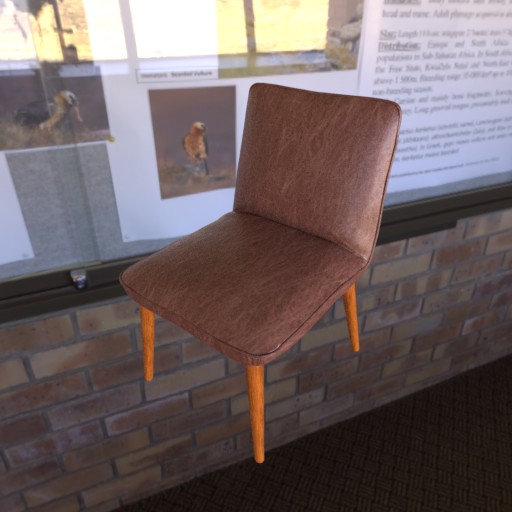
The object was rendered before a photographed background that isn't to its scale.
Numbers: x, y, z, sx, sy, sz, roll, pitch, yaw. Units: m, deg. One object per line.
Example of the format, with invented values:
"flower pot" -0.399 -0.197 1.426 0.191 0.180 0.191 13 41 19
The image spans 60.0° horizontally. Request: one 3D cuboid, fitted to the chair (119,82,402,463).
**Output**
"chair" 0.000 0.000 1.231 0.543 0.803 0.645 19 35 29
